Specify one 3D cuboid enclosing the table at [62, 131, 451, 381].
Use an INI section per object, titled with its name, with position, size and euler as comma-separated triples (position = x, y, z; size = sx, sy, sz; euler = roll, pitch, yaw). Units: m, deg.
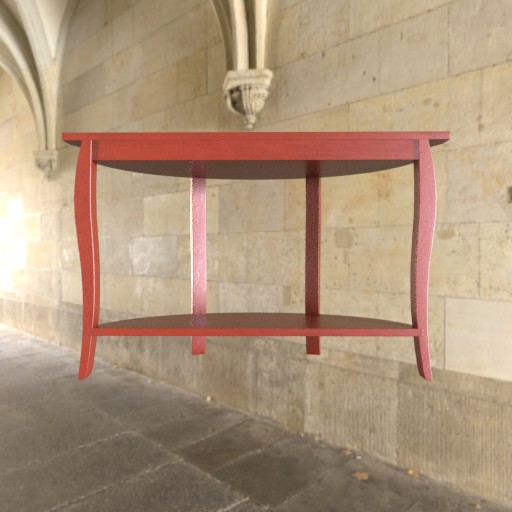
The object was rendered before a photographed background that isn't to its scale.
[table]
position = 0.000, 0.000, 1.593
size = 1.219, 0.779, 0.405
euler = 0, 0, 1
